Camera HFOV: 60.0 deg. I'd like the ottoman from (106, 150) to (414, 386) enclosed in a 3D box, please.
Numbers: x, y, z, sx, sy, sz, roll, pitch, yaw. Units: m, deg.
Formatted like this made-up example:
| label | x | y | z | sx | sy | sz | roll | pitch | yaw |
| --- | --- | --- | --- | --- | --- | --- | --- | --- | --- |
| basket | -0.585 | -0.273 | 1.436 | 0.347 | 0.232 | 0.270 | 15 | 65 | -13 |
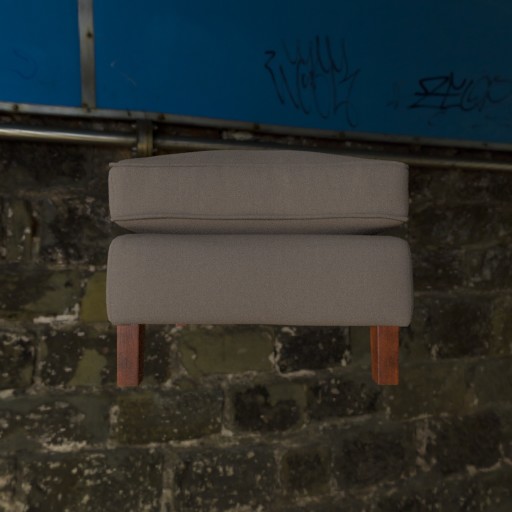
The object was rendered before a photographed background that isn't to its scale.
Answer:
| label | x | y | z | sx | sy | sz | roll | pitch | yaw |
| --- | --- | --- | --- | --- | --- | --- | --- | --- | --- |
| ottoman | 0.000 | 0.000 | 1.005 | 0.508 | 0.406 | 0.686 | 0 | 0 | -1 |
